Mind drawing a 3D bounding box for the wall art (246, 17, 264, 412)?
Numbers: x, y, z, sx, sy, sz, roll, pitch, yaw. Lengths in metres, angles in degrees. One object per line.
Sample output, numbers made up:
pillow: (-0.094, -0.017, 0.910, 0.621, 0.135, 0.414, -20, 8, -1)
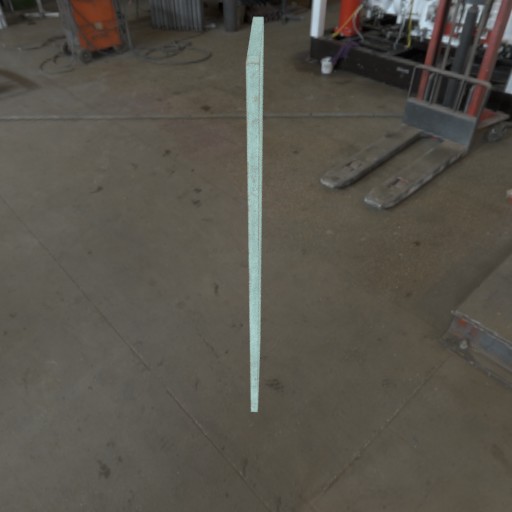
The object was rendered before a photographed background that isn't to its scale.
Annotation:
wall art: (0.000, 0.000, 1.328, 0.025, 1.219, 0.329, 1, 41, 2)
